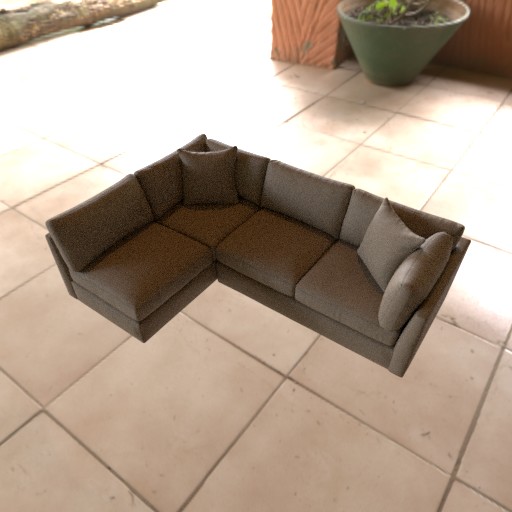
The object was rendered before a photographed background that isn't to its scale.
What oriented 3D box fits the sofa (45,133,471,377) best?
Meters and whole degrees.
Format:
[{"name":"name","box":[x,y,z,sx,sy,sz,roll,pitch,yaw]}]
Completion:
[{"name":"sofa","box":[0.000,0.000,3.749,2.896,0.978,1.994,25,47,26]}]
